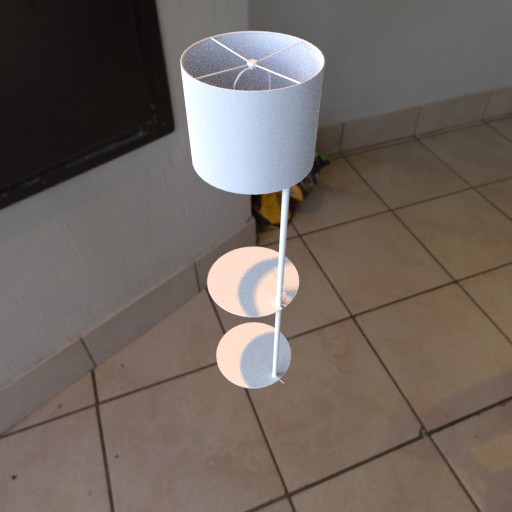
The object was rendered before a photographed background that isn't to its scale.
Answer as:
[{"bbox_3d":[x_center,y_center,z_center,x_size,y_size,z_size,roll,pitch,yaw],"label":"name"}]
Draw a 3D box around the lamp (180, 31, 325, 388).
[{"bbox_3d":[0.000,0.000,1.669,0.372,1.465,0.405,-31,54,-26],"label":"lamp"}]
